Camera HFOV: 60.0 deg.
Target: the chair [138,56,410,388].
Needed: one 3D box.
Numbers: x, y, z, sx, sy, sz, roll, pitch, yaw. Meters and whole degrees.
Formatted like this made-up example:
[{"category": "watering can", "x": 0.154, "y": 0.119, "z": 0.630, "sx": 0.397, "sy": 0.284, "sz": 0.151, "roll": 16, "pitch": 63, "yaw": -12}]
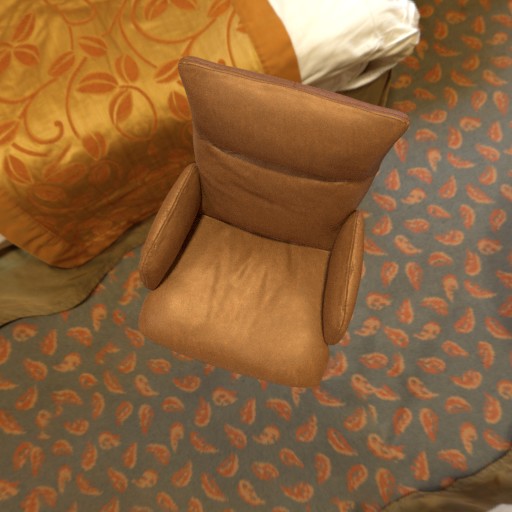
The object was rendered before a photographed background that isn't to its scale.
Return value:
[{"category": "chair", "x": 0.000, "y": 0.000, "z": 1.534, "sx": 0.711, "sy": 1.027, "sz": 0.794, "roll": 17, "pitch": 76, "yaw": 4}]
